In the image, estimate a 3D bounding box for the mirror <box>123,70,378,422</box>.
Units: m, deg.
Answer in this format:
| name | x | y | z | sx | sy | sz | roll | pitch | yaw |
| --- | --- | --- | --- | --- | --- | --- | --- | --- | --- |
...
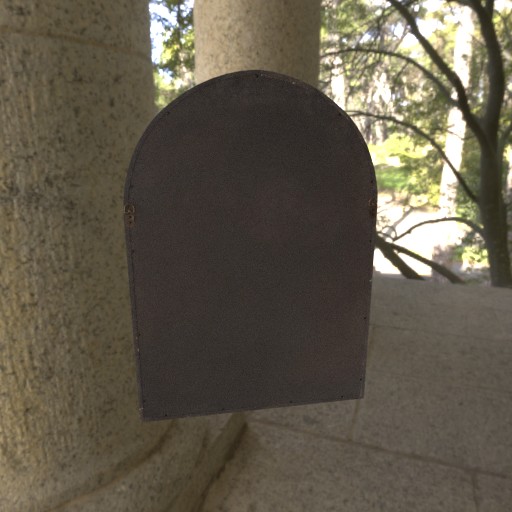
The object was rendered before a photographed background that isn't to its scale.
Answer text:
| name | x | y | z | sx | sy | sz | roll | pitch | yaw |
| --- | --- | --- | --- | --- | --- | --- | --- | --- | --- |
| mirror | 0.000 | 0.000 | 1.181 | 0.660 | 0.920 | 0.032 | -3 | 15 | -10 |
